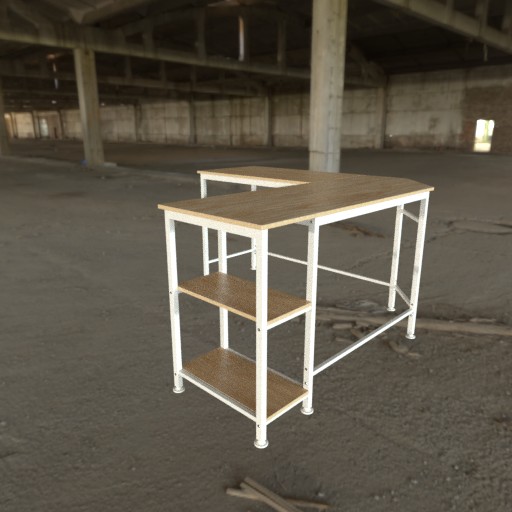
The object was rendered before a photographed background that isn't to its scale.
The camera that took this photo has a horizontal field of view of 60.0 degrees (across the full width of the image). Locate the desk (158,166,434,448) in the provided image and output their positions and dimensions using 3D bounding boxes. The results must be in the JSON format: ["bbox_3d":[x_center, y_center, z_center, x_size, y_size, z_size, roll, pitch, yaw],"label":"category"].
[{"bbox_3d":[0.000,0.000,2.253,1.379,0.739,1.379,15,22,42],"label":"desk"}]
